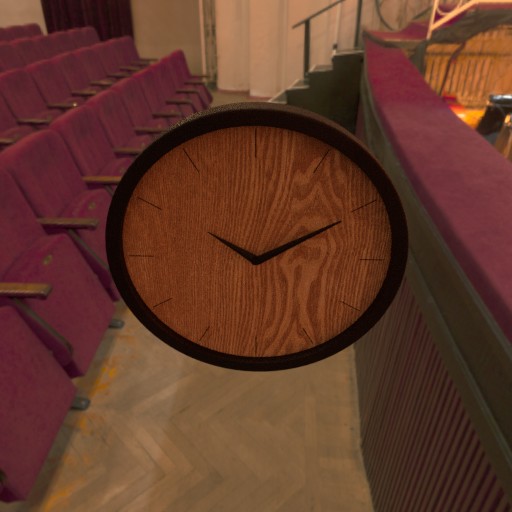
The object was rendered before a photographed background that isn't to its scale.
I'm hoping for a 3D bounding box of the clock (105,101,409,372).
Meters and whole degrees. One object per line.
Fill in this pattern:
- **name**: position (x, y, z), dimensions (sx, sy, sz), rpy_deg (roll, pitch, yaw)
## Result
- **clock**: position (0.000, 0.000, 0.475), dimensions (0.314, 0.314, 0.029), rpy_deg (1, 31, 2)
